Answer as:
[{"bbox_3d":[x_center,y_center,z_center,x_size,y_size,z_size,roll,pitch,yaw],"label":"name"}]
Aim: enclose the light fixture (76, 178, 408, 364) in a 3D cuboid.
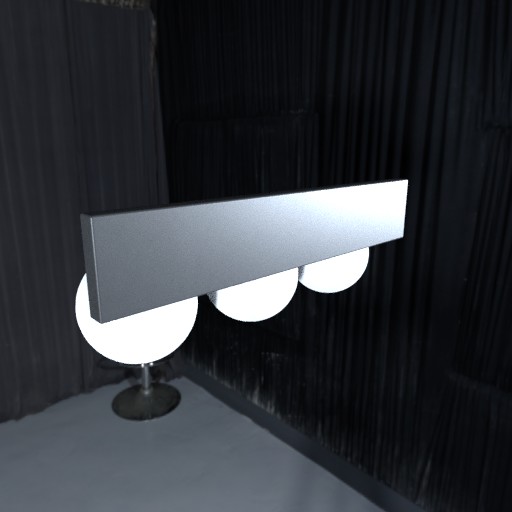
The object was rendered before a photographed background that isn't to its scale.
[{"bbox_3d":[0.000,0.000,0.850,0.721,0.263,0.218,-13,20,-42],"label":"light fixture"}]
